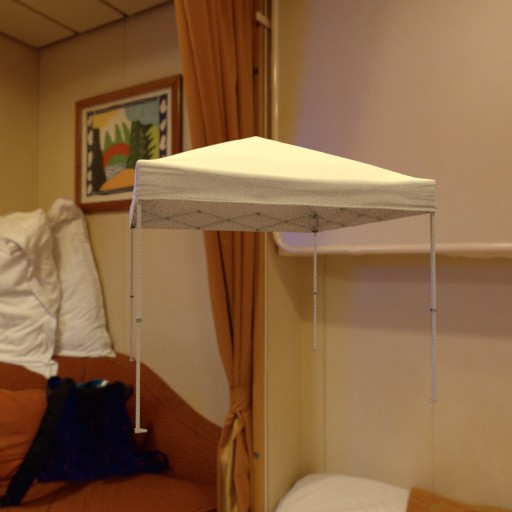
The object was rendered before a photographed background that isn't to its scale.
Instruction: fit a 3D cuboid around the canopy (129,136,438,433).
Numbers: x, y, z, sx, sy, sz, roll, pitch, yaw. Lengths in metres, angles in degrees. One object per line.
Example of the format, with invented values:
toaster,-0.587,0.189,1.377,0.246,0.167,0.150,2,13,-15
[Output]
canopy,0.000,0.000,5.521,2.998,2.997,2.996,0,-1,-17
